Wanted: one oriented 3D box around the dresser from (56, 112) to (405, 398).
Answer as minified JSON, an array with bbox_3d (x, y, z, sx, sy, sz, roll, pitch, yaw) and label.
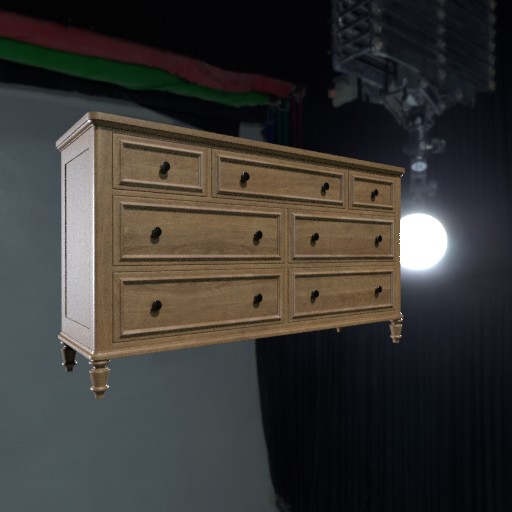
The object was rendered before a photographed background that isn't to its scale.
[{"bbox_3d":[0.000,0.000,2.001,1.583,0.892,0.468,0,0,-36],"label":"dresser"}]
